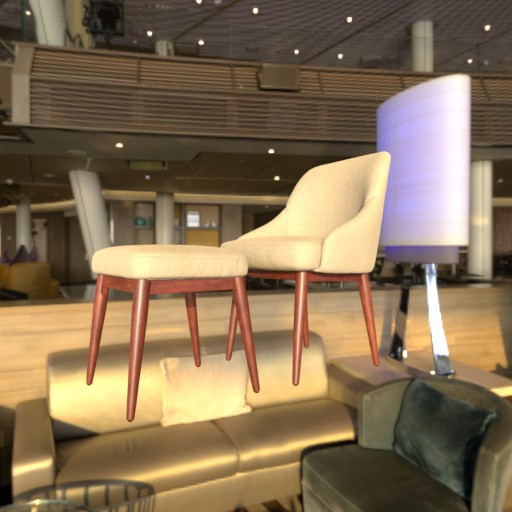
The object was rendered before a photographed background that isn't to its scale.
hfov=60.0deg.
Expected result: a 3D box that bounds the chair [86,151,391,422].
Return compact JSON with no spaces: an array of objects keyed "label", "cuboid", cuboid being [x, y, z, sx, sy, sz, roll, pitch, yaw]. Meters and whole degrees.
[{"label":"chair","cuboid":[0.000,0.000,1.642,1.114,0.866,0.584,0,1,-36]}]
